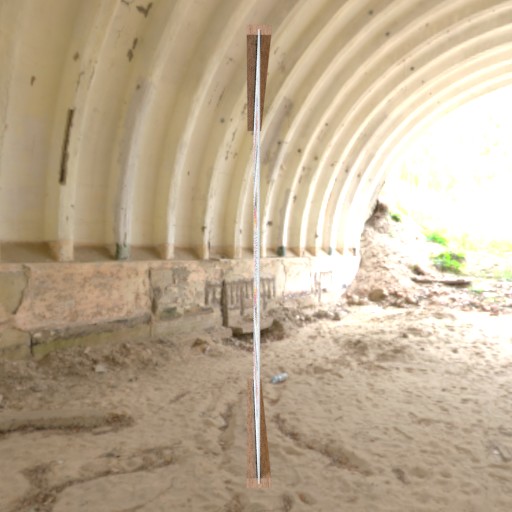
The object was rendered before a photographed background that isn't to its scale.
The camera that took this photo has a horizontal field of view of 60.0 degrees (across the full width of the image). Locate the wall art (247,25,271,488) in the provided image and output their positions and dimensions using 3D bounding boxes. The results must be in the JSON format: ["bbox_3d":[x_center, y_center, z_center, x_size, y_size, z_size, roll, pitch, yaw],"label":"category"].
[{"bbox_3d":[0.000,0.000,0.704,0.028,0.527,0.403,0,0,-1],"label":"wall art"}]
